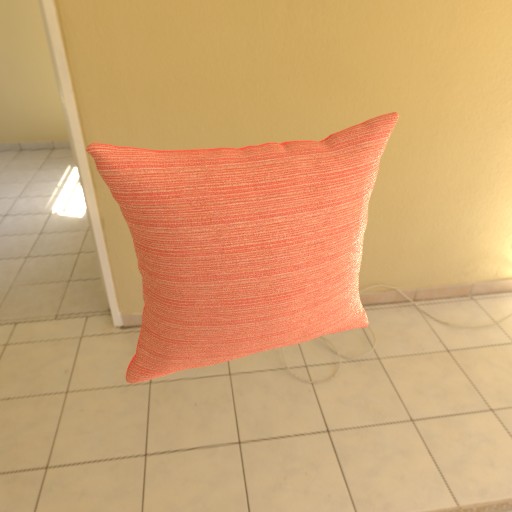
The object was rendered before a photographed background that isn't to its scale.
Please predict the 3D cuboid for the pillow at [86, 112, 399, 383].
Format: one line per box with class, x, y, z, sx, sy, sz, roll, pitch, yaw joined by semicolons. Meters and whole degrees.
pillow;0.000;0.000;0.852;0.559;0.501;0.229;-10;33;-16
